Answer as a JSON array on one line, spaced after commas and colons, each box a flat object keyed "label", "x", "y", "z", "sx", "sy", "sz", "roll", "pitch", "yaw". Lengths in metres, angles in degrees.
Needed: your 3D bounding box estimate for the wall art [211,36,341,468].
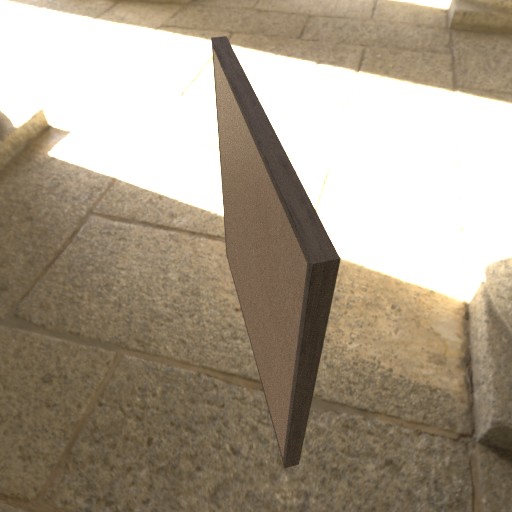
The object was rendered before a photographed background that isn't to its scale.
[{"label": "wall art", "x": 0.000, "y": 0.000, "z": 1.096, "sx": 0.038, "sy": 0.762, "sz": 0.762, "roll": -10, "pitch": 47, "yaw": -9}]
